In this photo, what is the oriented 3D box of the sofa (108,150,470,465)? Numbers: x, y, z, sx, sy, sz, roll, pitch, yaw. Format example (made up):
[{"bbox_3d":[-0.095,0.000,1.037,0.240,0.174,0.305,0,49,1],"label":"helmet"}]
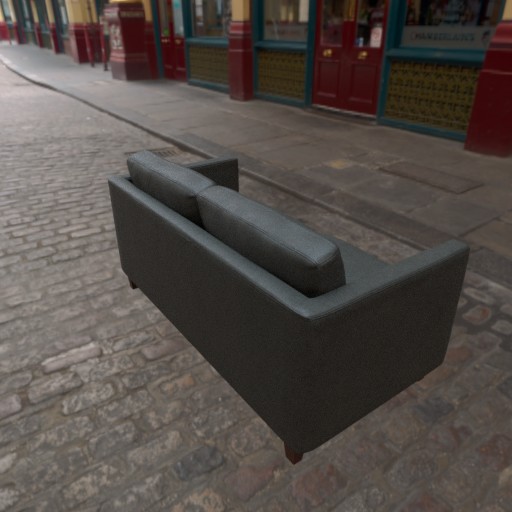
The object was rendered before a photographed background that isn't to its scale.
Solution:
[{"bbox_3d":[0.000,0.000,2.424,0.951,0.933,1.883,-18,32,-32],"label":"sofa"}]
